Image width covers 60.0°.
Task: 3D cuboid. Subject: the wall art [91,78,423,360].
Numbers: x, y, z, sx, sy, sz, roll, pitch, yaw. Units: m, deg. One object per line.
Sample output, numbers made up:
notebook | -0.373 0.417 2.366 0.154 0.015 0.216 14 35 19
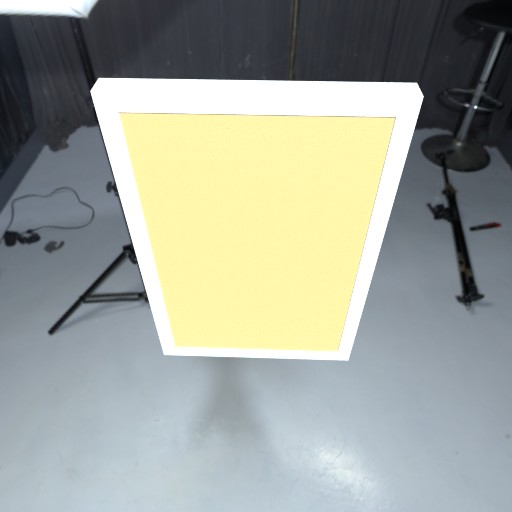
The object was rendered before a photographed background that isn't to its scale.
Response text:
wall art | 0.000 0.000 0.776 0.408 0.611 0.038 1 46 1
